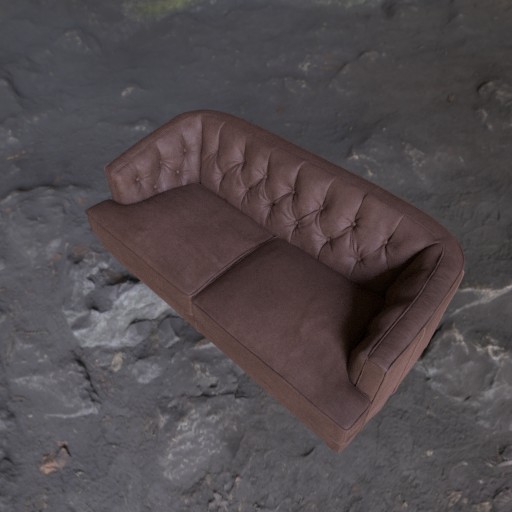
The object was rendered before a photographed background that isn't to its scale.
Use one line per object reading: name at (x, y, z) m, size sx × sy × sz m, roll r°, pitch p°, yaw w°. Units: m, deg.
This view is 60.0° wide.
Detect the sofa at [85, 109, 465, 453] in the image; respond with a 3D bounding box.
sofa at (0.000, 0.000, 2.246) m, size 1.767 × 0.799 × 0.917 m, roll 35°, pitch 56°, yaw 28°
